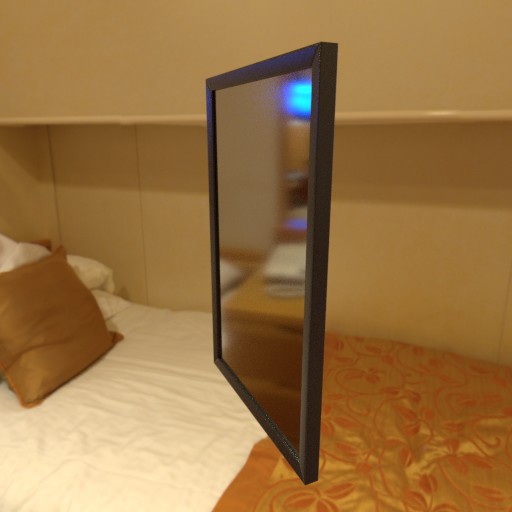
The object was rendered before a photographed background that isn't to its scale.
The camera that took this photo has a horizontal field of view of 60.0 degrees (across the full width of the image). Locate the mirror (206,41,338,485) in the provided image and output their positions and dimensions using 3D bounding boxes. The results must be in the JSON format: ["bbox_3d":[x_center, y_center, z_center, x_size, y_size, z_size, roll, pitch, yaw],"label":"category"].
[{"bbox_3d":[0.000,0.000,1.149,0.040,0.915,0.609,-7,17,-24],"label":"mirror"}]
